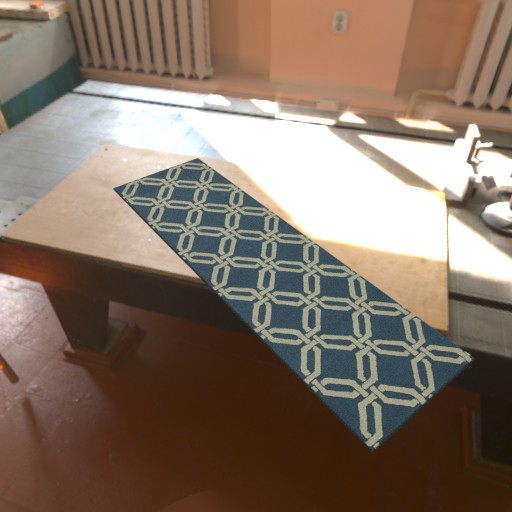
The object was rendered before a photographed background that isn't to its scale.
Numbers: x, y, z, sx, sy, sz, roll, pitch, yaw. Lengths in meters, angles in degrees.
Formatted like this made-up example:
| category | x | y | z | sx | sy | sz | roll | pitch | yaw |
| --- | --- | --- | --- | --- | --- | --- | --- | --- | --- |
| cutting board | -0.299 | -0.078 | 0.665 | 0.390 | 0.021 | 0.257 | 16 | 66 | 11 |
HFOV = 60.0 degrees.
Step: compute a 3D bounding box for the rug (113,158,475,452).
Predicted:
| category | x | y | z | sx | sy | sz | roll | pitch | yaw |
| --- | --- | --- | --- | --- | --- | --- | --- | --- | --- |
| rug | 0.000 | 0.000 | 2.473 | 0.678 | 0.014 | 2.276 | -27 | 48 | -28 |
